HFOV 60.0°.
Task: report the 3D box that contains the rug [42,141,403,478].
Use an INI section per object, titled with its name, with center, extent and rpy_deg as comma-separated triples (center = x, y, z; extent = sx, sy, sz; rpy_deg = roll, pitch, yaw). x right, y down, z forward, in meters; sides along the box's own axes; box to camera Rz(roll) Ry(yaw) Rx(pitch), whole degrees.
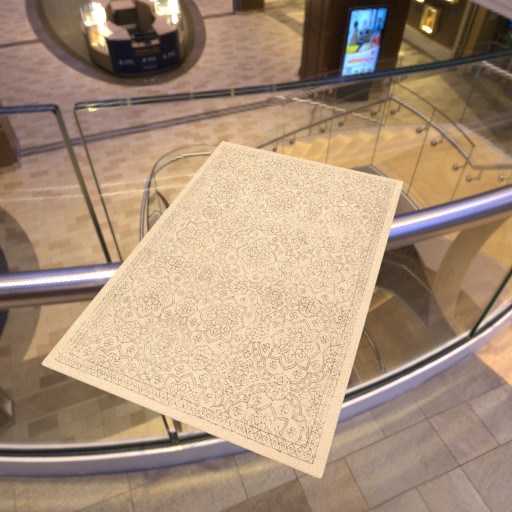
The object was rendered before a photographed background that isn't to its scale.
[rug]
center = 0.000, 0.000, 2.288
extent = 1.219, 0.010, 1.829
rpy_deg = 16, 49, 15
